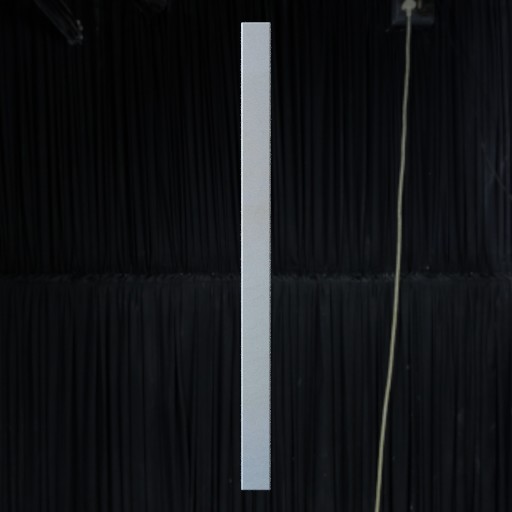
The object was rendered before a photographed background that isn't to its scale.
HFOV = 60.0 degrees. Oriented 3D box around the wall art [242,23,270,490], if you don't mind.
[{"bbox_3d":[0.000,0.000,0.783,0.038,0.611,0.408,0,1,0],"label":"wall art"}]
